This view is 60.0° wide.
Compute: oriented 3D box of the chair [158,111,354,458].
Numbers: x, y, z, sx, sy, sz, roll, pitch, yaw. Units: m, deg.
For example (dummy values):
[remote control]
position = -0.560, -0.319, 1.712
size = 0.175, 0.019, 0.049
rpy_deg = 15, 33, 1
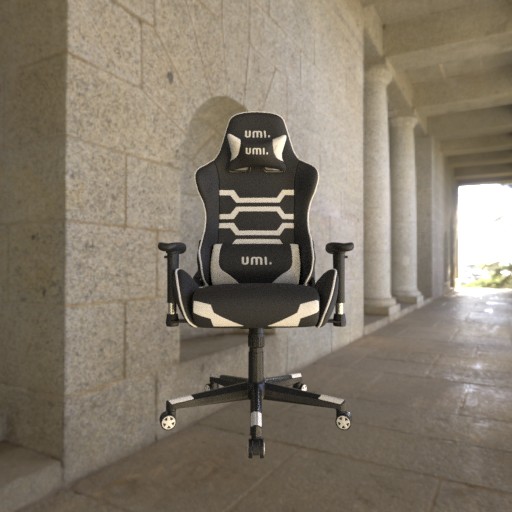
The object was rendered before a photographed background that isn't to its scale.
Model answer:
[chair]
position = 0.000, 0.000, 1.679
size = 0.700, 1.240, 0.700
rpy_deg = 0, -1, 0
